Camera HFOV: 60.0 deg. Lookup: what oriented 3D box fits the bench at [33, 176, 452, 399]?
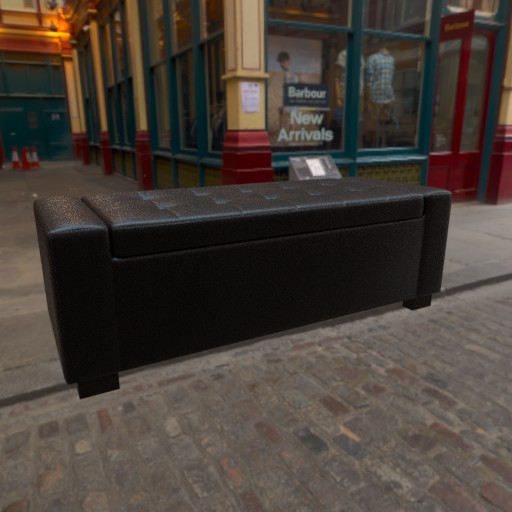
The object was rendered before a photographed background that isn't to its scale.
[{"bbox_3d":[0.000,0.000,1.506,1.296,0.445,0.508,-9,18,-27],"label":"bench"}]
